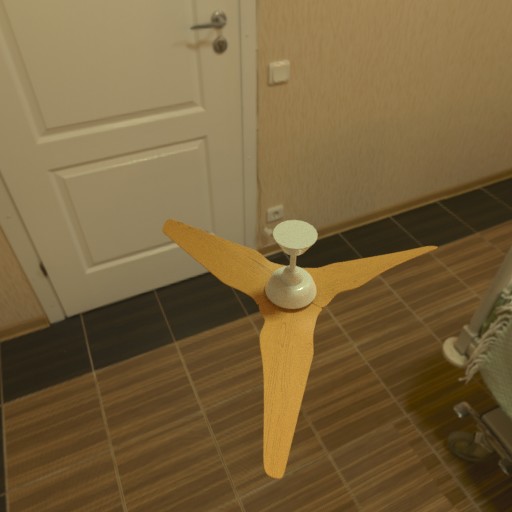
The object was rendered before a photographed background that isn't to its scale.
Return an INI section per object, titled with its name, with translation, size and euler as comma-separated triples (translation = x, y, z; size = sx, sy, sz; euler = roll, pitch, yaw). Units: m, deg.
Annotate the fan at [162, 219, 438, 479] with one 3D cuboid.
[fan]
translation = 0.000, 0.000, 1.615
size = 1.010, 0.355, 1.142
euler = 26, 49, 25
